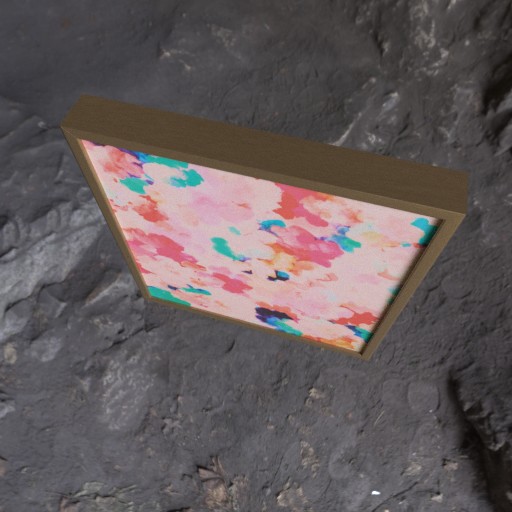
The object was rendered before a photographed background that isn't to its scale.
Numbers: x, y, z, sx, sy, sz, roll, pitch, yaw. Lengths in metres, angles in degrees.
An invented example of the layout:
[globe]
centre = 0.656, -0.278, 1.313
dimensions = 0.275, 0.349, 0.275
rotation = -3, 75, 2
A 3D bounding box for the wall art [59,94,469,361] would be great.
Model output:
[wall art]
centre = 0.000, 0.000, 0.457
dimensions = 0.304, 0.305, 0.038
rotation = 14, 60, 8
